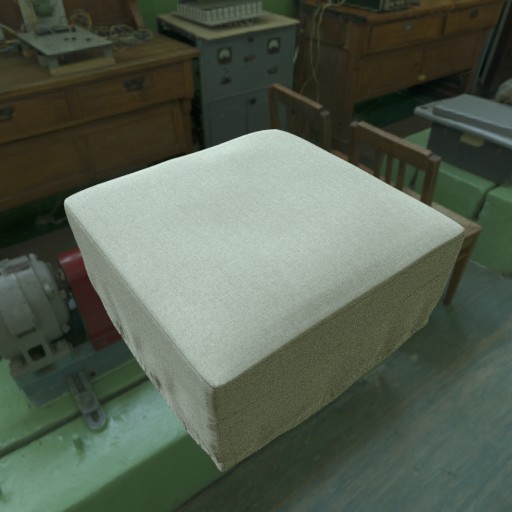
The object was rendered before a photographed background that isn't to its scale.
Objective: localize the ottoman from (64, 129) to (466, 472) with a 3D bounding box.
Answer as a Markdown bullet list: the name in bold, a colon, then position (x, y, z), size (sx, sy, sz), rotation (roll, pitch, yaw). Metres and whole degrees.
- **ottoman**: position (0.000, 0.000, 1.351), size (0.843, 0.436, 0.840), rotation (-26, 47, -28)
